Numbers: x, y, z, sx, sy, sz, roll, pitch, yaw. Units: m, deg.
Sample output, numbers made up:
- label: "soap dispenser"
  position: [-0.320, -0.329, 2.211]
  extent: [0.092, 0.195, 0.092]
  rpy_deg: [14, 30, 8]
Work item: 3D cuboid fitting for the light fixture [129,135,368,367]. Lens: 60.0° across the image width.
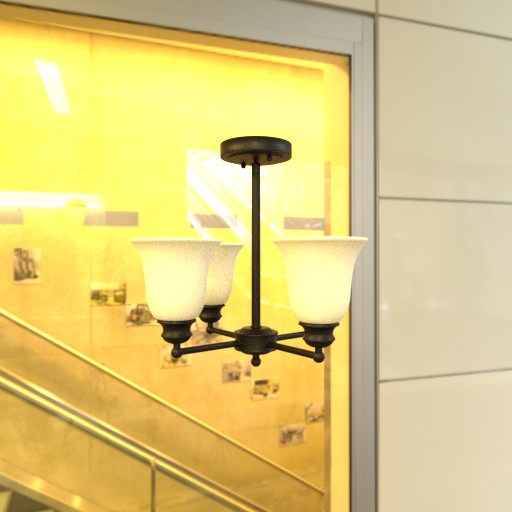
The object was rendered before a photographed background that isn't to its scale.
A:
- label: "light fixture"
  position: [0.000, 0.000, 1.853]
  extent: [1.069, 0.925, 1.069]
  rpy_deg: [0, 0, -37]
